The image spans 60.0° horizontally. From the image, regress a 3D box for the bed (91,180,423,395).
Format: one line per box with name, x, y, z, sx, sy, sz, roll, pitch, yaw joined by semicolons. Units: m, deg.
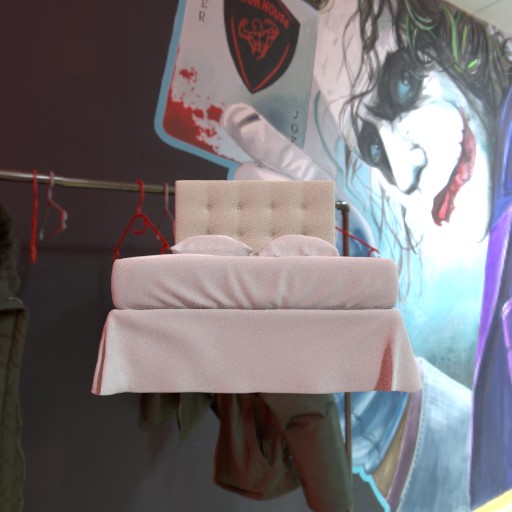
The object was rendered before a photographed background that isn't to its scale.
bed;0.000;0.000;3.505;1.936;1.577;2.222;0;-1;0
